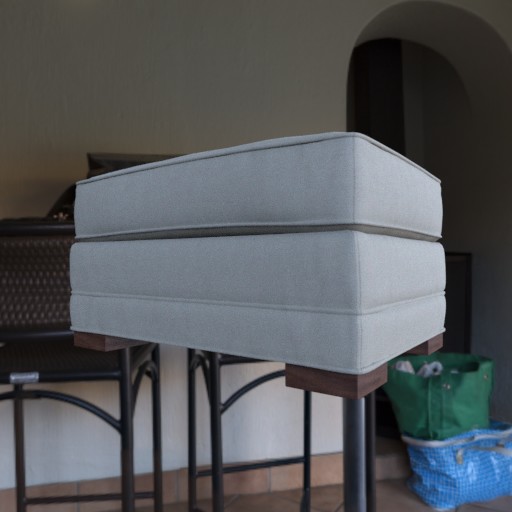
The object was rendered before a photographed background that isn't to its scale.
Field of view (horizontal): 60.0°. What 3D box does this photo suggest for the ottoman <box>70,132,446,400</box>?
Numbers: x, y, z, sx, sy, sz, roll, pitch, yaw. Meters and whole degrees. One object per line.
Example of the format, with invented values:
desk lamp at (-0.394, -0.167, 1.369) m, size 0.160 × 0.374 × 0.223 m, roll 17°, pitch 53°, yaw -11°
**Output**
ottoman at (0.000, 0.000, 1.186) m, size 0.848 × 0.482 × 0.611 m, roll -1°, pitch -1°, yaw 36°
